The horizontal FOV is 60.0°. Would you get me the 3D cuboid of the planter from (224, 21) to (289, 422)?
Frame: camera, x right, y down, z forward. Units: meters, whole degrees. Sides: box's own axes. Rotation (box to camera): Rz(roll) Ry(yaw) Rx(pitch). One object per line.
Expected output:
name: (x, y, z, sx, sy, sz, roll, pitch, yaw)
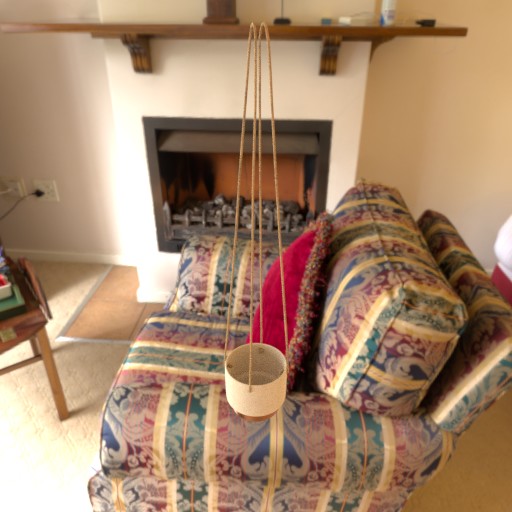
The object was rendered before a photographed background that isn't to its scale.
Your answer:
planter: (0.000, 0.000, 0.898, 0.146, 0.841, 0.146, -18, 34, -29)
